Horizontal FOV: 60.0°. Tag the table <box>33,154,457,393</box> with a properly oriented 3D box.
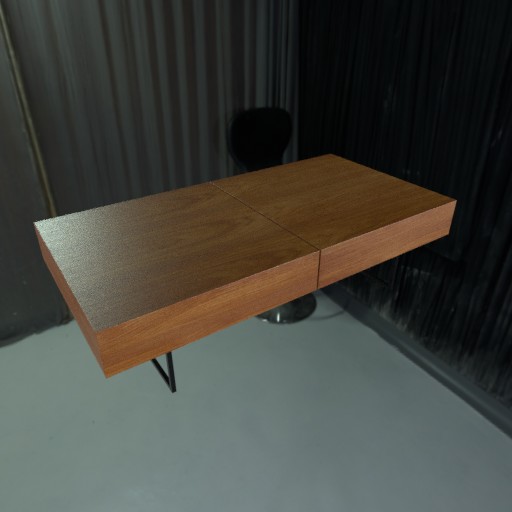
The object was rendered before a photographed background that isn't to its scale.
[{"bbox_3d":[0.000,0.000,1.480,1.194,0.330,0.610,-19,35,-29],"label":"table"}]
